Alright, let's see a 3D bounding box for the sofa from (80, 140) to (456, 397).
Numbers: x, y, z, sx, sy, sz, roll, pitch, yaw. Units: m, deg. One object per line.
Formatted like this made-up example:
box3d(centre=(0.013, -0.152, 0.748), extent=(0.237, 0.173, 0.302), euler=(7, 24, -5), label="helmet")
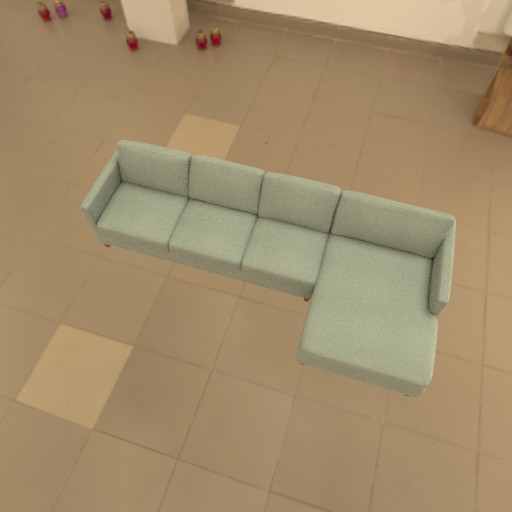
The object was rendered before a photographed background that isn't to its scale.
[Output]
box3d(centre=(0.000, 0.000, 4.215), extent=(3.471, 0.950, 1.604), euler=(15, 59, 9), label="sofa")
